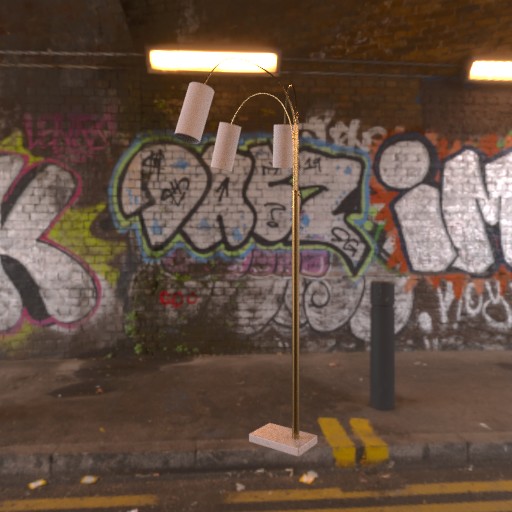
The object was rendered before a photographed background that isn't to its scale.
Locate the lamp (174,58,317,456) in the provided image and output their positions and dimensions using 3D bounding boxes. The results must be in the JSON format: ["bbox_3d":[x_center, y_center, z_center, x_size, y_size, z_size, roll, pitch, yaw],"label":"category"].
[{"bbox_3d":[0.000,0.000,2.531,0.667,2.055,1.020,0,0,36],"label":"lamp"}]
